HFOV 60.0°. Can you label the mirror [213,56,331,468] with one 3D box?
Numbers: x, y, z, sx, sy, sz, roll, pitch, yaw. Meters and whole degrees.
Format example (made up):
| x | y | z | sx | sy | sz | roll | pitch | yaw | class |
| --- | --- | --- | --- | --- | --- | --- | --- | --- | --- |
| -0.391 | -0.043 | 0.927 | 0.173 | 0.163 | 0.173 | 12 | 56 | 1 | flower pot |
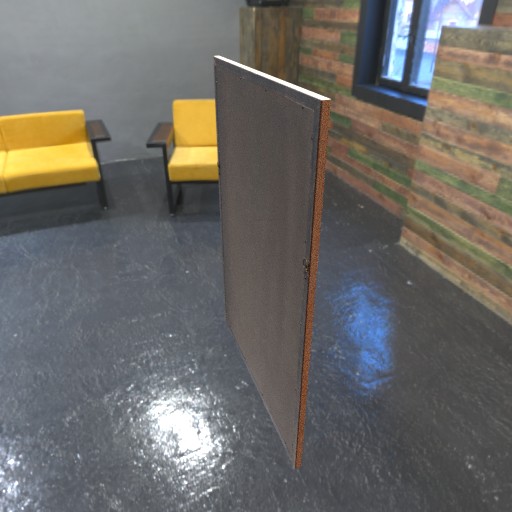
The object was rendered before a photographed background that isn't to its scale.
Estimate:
| x | y | z | sx | sy | sz | roll | pitch | yaw | class |
| --- | --- | --- | --- | --- | --- | --- | --- | --- | --- |
| 0.000 | 0.000 | 1.286 | 0.025 | 0.996 | 0.705 | -10 | 32 | -17 | mirror |
